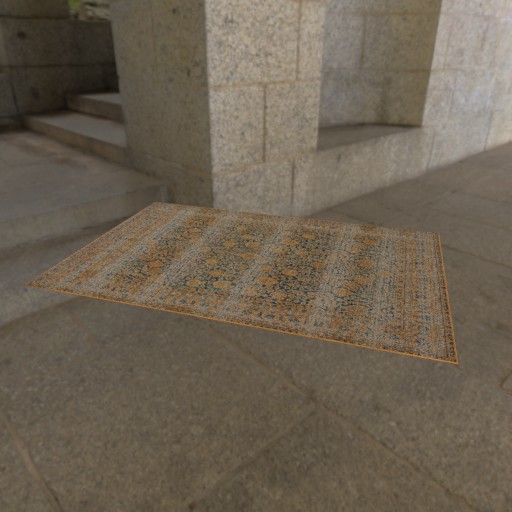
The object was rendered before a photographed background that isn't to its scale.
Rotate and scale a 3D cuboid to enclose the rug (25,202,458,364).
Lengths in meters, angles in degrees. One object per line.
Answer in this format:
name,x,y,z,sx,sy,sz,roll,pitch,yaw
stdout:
rug,0.000,0.000,2.915,2.336,0.007,1.525,8,27,16
